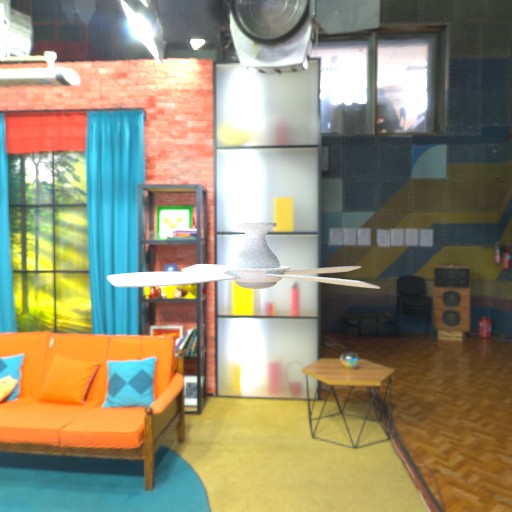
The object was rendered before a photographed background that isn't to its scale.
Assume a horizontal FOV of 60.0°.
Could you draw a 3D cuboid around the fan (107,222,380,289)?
[{"bbox_3d":[0.000,0.000,2.568,1.694,0.382,1.693,-1,2,-36],"label":"fan"}]
